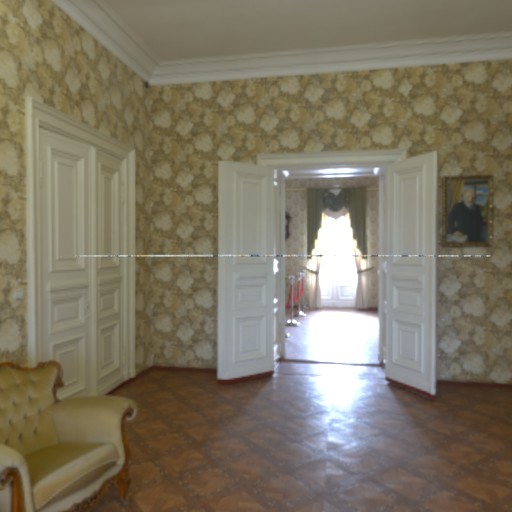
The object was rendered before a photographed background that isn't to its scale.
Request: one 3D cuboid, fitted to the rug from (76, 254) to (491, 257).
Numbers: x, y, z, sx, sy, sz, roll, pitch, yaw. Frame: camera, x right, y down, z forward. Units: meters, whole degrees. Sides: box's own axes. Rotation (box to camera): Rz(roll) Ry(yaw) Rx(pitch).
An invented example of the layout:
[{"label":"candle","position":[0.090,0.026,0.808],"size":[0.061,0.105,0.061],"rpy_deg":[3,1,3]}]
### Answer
[{"label":"rug","position":[0.000,0.000,4.057],"size":[2.439,0.010,3.048],"rpy_deg":[0,0,-36]}]
